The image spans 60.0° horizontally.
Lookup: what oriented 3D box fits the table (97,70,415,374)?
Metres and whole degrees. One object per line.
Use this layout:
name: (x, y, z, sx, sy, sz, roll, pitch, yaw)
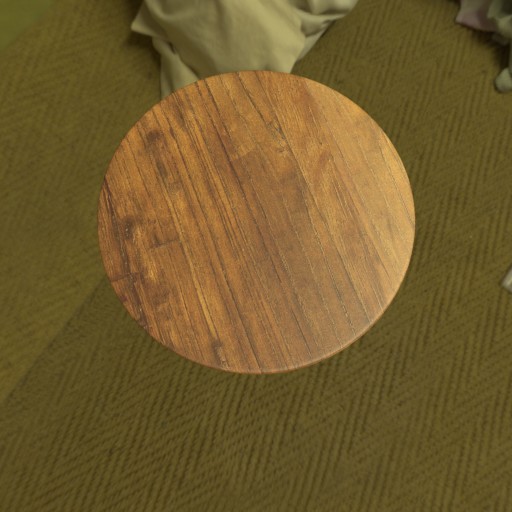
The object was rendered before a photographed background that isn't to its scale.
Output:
table: (0.000, 0.000, 0.808, 0.400, 0.520, 0.400, 0, 77, 0)
